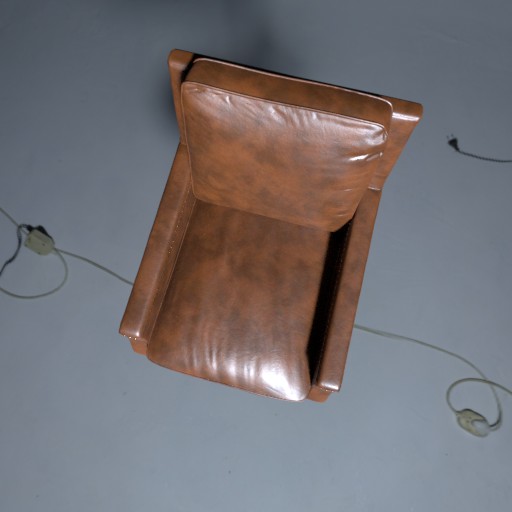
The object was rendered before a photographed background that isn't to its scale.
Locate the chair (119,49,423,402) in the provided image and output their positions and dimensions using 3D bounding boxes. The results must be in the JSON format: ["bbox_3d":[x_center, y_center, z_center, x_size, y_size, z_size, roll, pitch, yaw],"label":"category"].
[{"bbox_3d":[0.000,0.000,1.758,0.854,1.054,1.035,14,76,4],"label":"chair"}]
